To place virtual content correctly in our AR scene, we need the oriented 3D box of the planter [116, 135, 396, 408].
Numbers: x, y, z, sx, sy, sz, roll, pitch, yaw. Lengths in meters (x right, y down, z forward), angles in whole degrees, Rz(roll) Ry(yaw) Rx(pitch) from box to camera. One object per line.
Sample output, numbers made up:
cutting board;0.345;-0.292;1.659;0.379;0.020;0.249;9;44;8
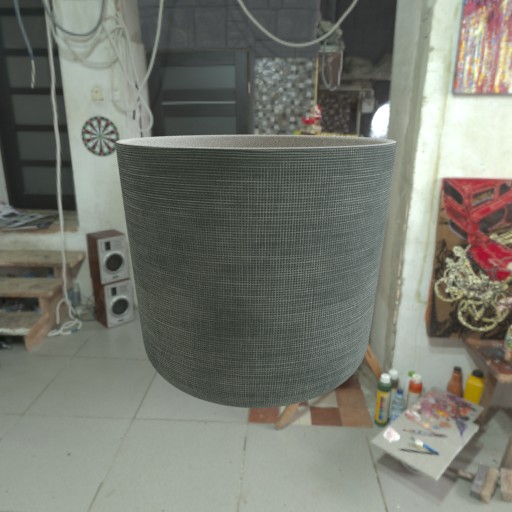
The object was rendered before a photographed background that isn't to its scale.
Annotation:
planter;0.000;0.000;0.783;0.440;0.398;0.440;0;17;0
